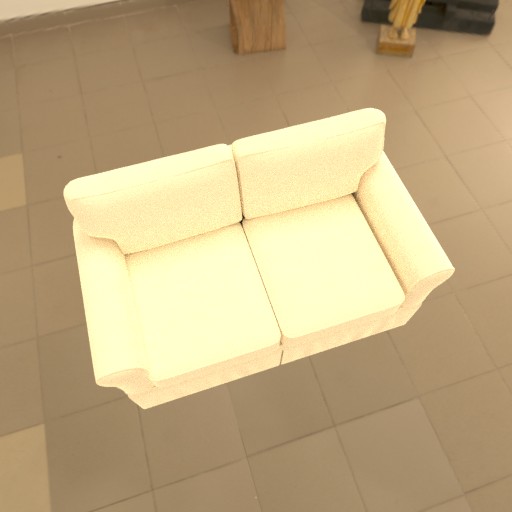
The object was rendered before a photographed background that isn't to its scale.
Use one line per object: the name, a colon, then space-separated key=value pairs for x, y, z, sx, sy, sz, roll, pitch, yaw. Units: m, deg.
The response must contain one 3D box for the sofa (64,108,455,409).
sofa: x=0.000 y=0.000 z=2.336 sx=1.727 sy=0.940 sz=0.991 roll=-16 pitch=63 yaw=-8
